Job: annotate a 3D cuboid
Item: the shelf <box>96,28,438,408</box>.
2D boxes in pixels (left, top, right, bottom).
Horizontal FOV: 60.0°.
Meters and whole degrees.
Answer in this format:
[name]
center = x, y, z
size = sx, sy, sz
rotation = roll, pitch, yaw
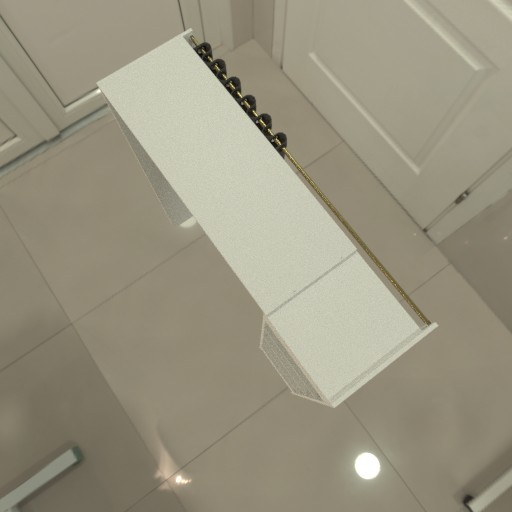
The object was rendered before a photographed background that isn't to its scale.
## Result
[shelf]
center = 0.000, 0.000, 2.594
size = 0.500, 1.810, 1.600
rotation = -35, 77, -9
